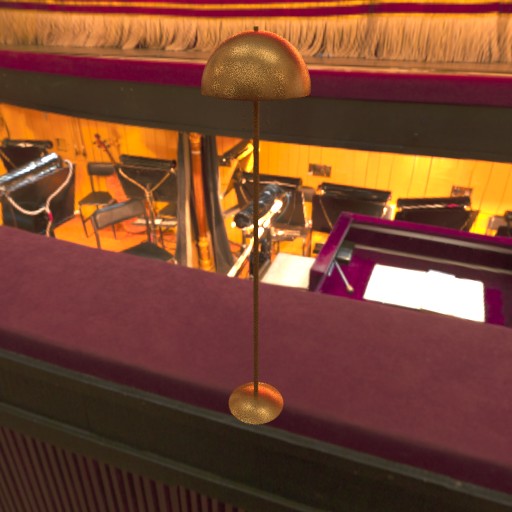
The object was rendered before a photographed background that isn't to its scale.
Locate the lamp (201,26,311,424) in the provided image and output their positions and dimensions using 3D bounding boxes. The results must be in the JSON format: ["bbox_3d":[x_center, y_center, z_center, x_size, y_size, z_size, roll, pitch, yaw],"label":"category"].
[{"bbox_3d":[0.000,0.000,1.607,0.328,1.480,0.328,10,30,17],"label":"lamp"}]
